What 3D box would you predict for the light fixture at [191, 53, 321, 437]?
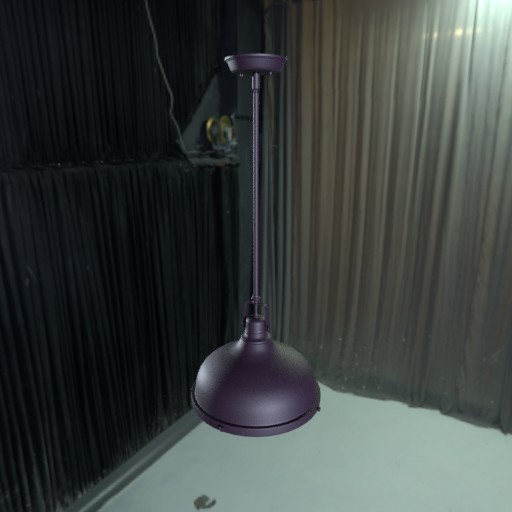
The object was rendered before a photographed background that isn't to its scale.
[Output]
[{"bbox_3d":[0.000,0.000,1.034,0.341,0.849,0.341,8,17,26],"label":"light fixture"}]
